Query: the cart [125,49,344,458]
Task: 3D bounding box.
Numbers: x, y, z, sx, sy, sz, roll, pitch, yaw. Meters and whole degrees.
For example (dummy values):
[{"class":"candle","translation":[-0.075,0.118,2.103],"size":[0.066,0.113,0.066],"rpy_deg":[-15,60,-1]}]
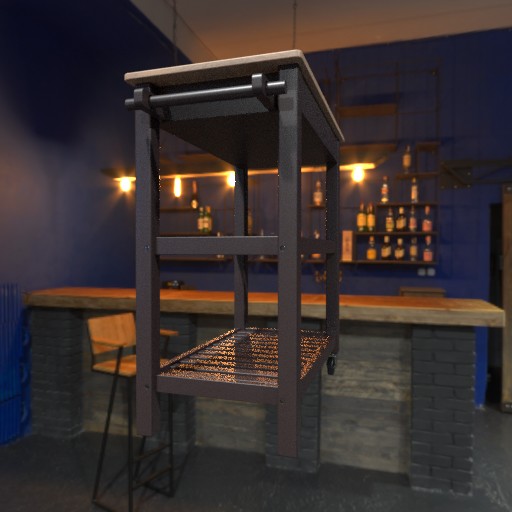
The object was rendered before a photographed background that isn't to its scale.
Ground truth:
[{"class":"cart","translation":[0.000,0.000,1.423],"size":[0.457,0.927,0.899],"rpy_deg":[0,1,18]}]
